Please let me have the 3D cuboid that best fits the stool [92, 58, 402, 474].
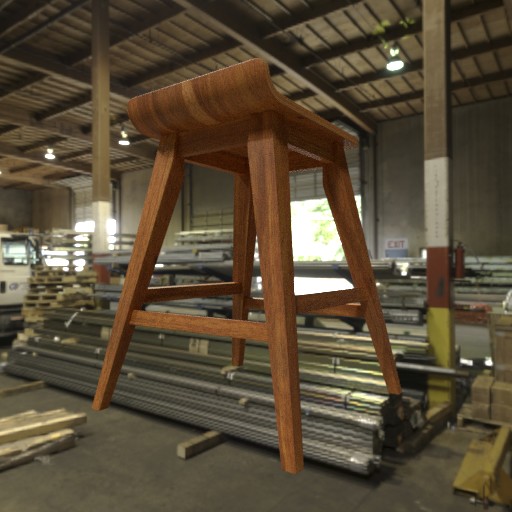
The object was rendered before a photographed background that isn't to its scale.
[{"bbox_3d":[0.000,0.000,1.003,0.500,0.650,0.500,0,-1,35],"label":"stool"}]
